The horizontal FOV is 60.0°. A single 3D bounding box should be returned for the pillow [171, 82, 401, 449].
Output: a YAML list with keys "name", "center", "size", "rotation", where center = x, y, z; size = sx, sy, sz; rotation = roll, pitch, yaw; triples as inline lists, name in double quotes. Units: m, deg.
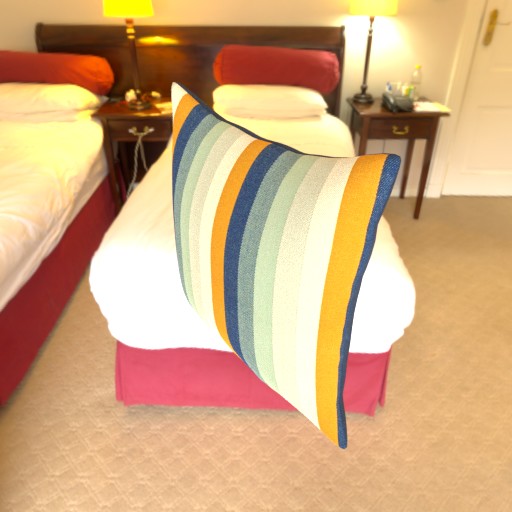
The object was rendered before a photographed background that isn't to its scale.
- name: "pillow"
  center: [0.000, 0.000, 0.698]
  size: [0.173, 0.454, 0.463]
  rotation: [-21, 38, -30]
